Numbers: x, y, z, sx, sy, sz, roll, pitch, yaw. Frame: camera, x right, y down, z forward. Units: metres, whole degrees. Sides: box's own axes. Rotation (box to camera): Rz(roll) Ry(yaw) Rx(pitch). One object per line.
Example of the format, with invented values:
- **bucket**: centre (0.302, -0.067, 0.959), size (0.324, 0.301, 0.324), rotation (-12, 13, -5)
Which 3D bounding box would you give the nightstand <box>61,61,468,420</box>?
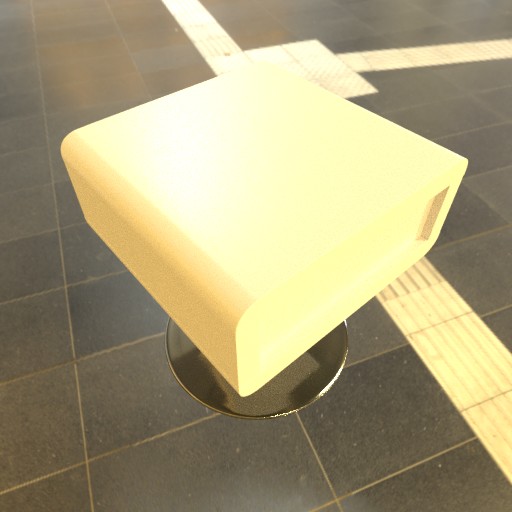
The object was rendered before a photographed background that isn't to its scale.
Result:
- **nightstand**: centre (0.000, 0.000, 0.754), size (0.399, 0.447, 0.404), rotation (-32, 55, -27)
